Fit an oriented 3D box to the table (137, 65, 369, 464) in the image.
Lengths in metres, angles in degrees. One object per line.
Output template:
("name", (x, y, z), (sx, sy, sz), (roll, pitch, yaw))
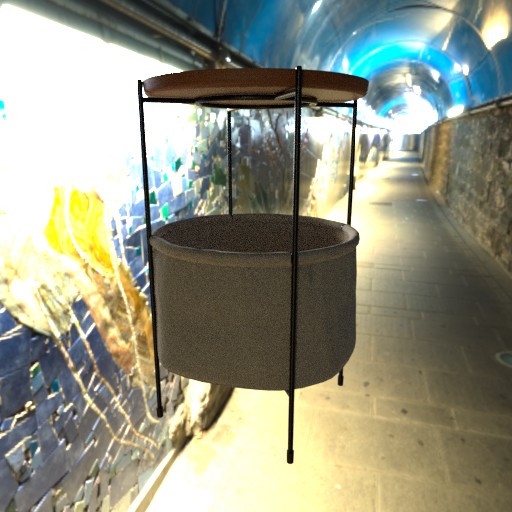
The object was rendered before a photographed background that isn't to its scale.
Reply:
("table", (0.000, 0.000, 0.854), (0.393, 0.623, 0.393), (8, 16, 27))
